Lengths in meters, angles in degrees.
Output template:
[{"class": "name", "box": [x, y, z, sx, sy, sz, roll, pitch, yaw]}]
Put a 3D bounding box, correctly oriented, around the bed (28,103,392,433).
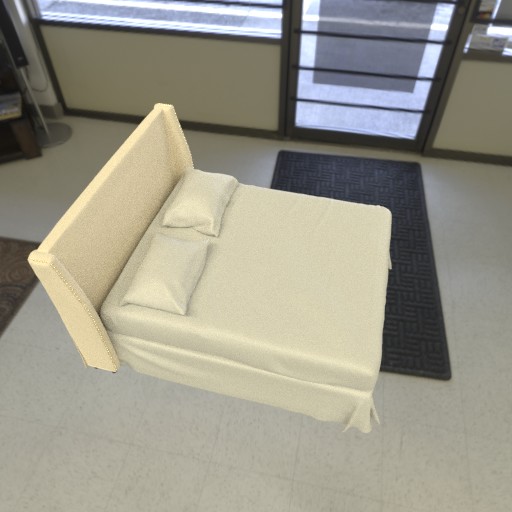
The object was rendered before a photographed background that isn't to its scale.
[{"class": "bed", "box": [0.000, 0.000, 3.463, 2.276, 1.332, 1.925, 11, 48, 10]}]
